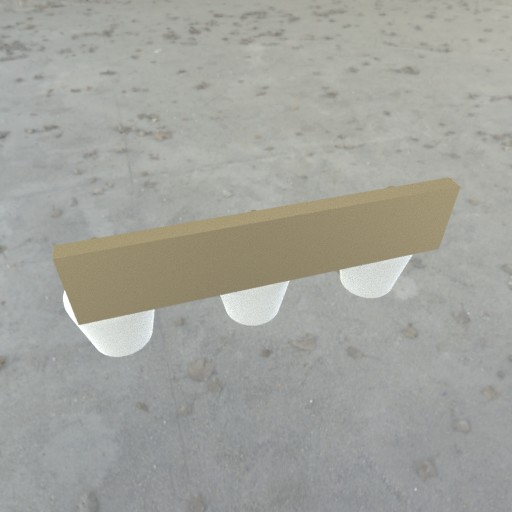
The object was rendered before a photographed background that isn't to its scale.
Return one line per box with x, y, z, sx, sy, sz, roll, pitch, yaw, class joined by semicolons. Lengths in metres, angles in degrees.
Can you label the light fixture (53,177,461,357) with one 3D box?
0.000;0.000;0.715;0.609;0.280;0.190;-11;42;-13;light fixture
